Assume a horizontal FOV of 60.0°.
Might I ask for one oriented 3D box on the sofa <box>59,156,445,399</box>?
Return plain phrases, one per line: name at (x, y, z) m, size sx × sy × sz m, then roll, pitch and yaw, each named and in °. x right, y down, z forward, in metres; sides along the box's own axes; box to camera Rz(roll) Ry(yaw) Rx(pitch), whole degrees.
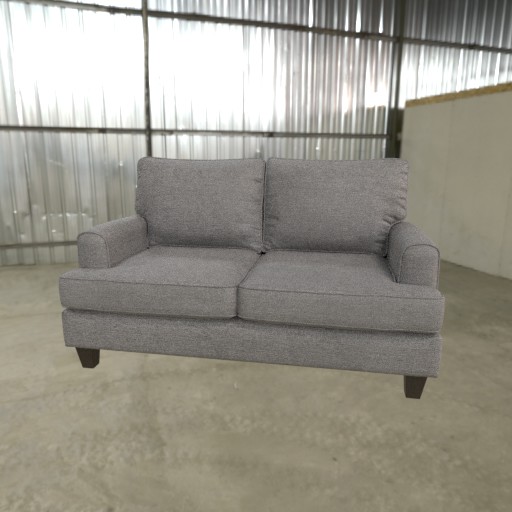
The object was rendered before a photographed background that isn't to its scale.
sofa at (0.000, 0.000, 2.230) m, size 1.651 × 0.965 × 0.965 m, roll 2°, pitch 14°, yaw 10°
